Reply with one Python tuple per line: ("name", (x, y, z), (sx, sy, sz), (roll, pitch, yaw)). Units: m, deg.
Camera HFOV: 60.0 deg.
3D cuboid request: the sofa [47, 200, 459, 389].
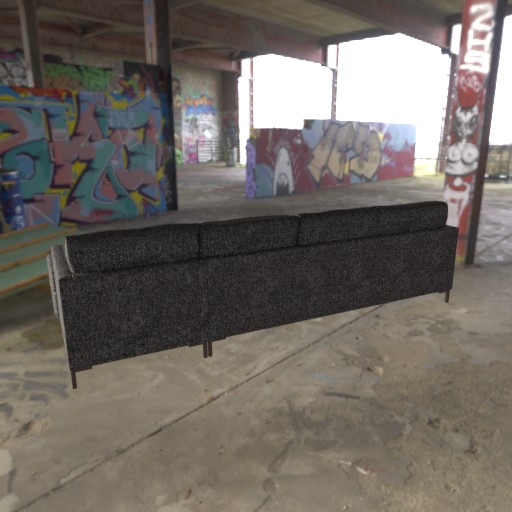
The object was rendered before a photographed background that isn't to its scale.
("sofa", (0.000, 0.000, 3.987), (3.384, 0.970, 1.488), (-8, 17, -26))
